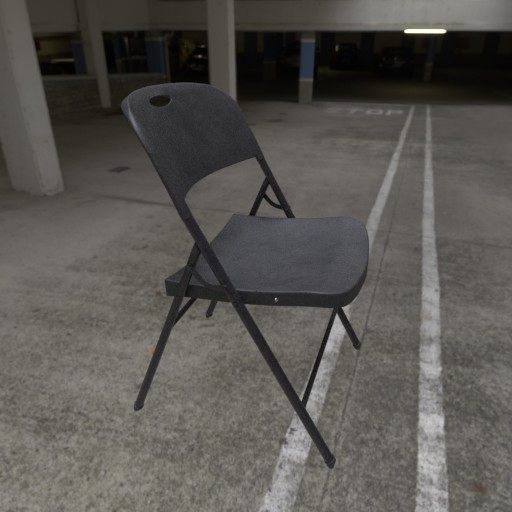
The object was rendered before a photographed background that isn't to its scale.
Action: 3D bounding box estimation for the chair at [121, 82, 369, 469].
[{"bbox_3d":[0.000,0.000,1.154,0.566,0.810,0.494,9,29,17],"label":"chair"}]
